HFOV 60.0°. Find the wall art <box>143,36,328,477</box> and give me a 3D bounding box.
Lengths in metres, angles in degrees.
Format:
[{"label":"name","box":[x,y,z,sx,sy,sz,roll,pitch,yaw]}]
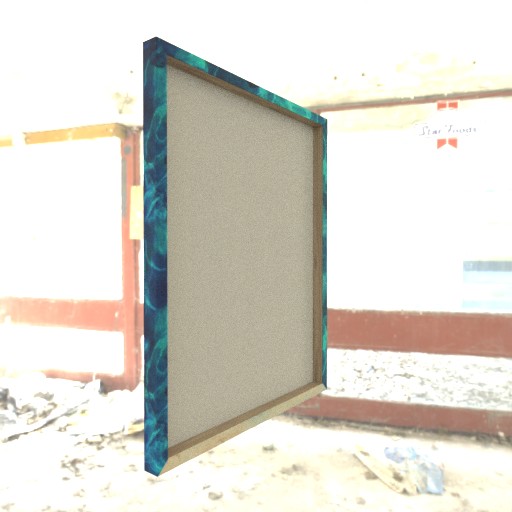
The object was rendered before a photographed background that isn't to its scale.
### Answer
[{"label":"wall art","box":[0.000,0.000,1.016,0.038,0.760,0.609,1,1,38]}]
